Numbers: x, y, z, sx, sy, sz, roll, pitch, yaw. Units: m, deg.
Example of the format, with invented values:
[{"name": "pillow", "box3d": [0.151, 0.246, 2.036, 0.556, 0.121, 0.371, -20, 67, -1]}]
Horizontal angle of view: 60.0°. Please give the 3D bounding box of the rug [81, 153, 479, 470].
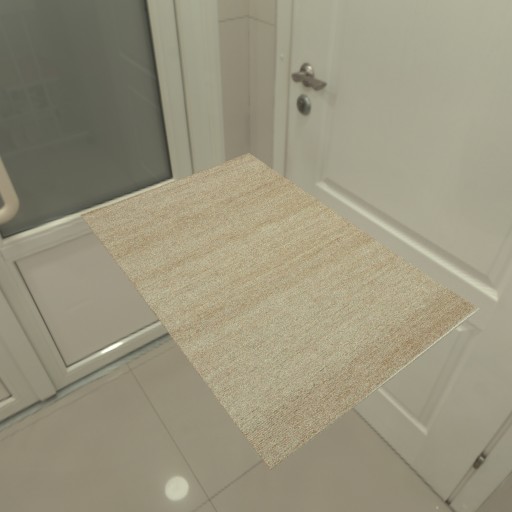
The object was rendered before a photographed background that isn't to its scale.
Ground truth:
[{"name": "rug", "box3d": [0.000, 0.000, 2.980, 1.574, 0.029, 2.346, -26, 48, -26]}]
